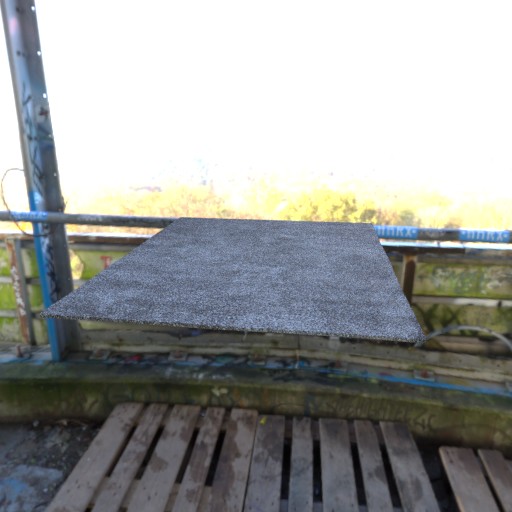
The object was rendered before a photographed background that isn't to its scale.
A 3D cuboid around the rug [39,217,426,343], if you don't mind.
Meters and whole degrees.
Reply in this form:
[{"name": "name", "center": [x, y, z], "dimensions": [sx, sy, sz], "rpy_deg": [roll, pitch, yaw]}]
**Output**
[{"name": "rug", "center": [0.000, 0.000, 4.109], "dimensions": [2.401, 0.025, 3.000], "rpy_deg": [2, 17, 8]}]
